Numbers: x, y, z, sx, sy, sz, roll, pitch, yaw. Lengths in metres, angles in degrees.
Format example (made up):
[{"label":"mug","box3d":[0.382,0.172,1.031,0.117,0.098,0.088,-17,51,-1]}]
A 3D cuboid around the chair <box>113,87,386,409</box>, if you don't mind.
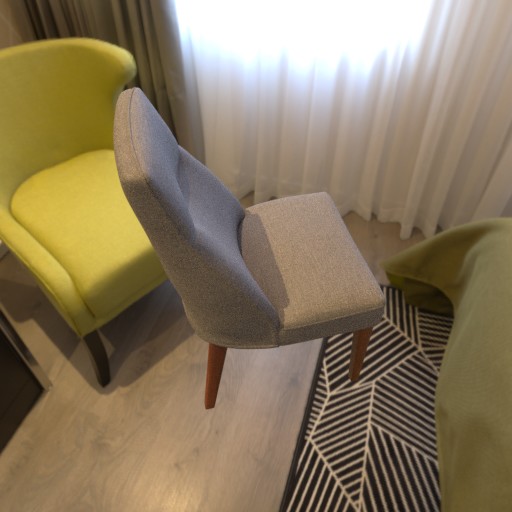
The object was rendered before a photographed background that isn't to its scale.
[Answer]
[{"label":"chair","box3d":[0.000,0.000,1.294,0.620,0.930,0.500,-10,47,-9]}]
